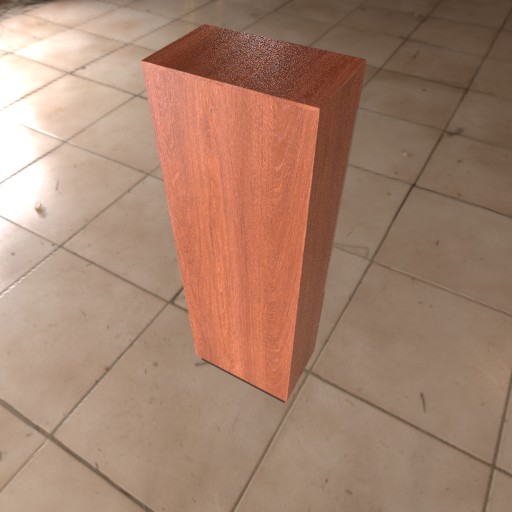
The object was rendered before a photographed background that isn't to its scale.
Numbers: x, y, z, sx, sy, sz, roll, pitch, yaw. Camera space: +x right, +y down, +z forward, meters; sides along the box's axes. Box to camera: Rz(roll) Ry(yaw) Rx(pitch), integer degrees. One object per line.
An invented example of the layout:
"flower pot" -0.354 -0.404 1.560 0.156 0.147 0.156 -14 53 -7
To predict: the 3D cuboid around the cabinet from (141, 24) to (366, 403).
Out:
"cabinet" 0.000 0.000 2.238 0.660 1.980 0.420 22 51 20
